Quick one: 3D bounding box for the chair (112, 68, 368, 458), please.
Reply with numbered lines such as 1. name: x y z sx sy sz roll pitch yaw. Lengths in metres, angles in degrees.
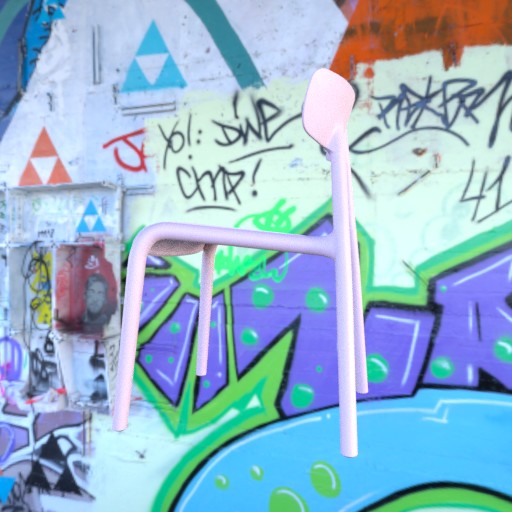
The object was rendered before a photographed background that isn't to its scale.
1. chair: 0.000 0.000 0.843 0.401 0.580 0.356 0 1 17
